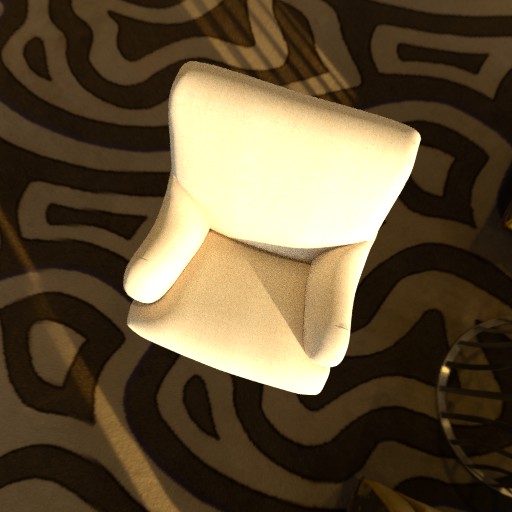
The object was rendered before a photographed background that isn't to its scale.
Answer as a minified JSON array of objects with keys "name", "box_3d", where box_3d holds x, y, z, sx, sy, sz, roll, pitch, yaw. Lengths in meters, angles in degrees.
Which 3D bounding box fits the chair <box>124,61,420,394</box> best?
[{"name":"chair","box_3d":[0.000,0.000,1.601,0.766,0.944,0.842,19,77,4]}]
